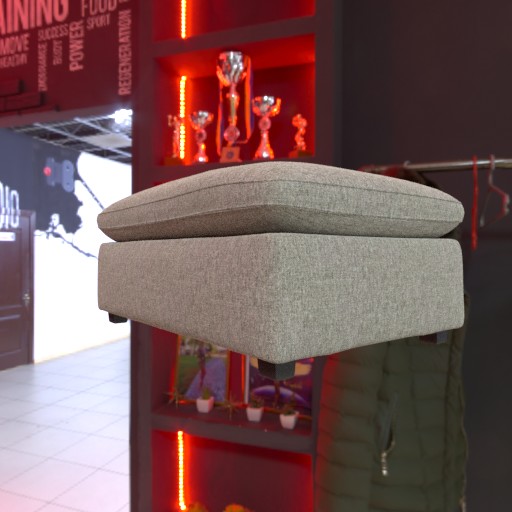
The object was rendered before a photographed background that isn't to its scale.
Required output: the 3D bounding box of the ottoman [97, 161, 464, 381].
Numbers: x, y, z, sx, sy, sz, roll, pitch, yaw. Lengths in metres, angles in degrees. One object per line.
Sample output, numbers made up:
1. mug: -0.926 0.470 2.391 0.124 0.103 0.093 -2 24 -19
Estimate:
1. ottoman: 0.000 0.000 1.330 0.694 0.451 0.977 0 0 -37
